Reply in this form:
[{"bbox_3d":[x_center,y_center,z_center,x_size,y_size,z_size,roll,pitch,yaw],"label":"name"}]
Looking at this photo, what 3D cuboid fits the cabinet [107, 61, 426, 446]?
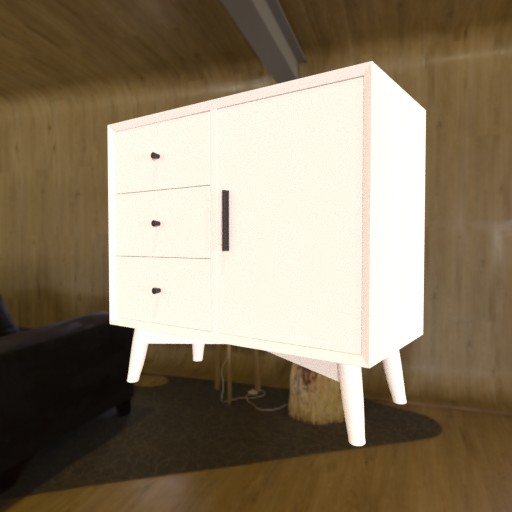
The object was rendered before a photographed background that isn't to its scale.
[{"bbox_3d":[0.000,0.000,1.231,0.800,0.761,0.398,1,2,35],"label":"cabinet"}]
